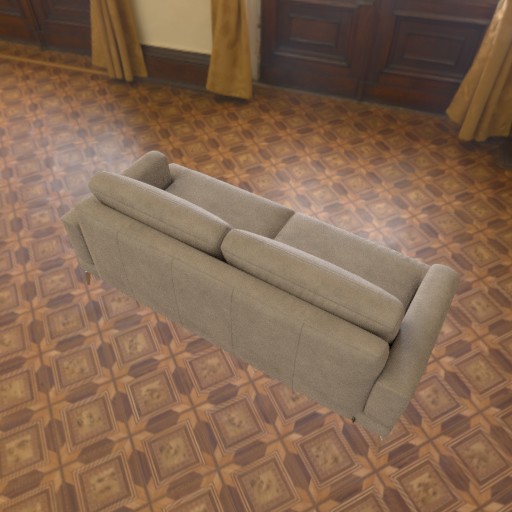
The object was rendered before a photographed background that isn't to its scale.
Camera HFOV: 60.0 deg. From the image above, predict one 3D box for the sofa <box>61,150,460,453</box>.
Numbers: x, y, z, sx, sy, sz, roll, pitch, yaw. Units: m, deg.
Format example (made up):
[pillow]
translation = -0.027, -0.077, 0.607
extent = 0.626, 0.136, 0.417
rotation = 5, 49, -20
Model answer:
[sofa]
translation = 0.000, 0.000, 2.468
extent = 2.013, 0.830, 0.980
rotation = 25, 52, 21
